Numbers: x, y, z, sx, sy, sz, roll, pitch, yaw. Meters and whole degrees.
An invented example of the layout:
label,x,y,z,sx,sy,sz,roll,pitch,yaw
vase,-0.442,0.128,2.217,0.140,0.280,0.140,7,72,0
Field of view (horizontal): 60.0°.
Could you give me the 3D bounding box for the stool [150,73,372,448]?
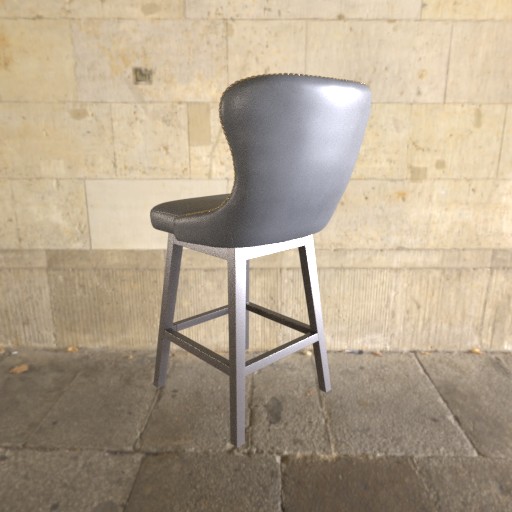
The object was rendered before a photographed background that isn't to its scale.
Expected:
label,x,y,z,sx,sy,sz,roll,pitch,yaw
stool,0.000,0.000,1.352,0.528,0.971,0.593,-14,21,-41
